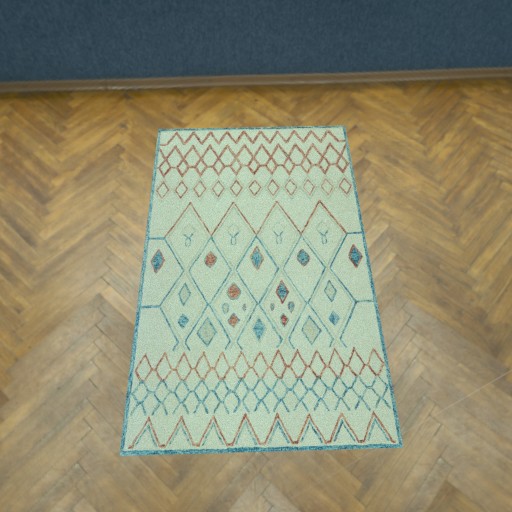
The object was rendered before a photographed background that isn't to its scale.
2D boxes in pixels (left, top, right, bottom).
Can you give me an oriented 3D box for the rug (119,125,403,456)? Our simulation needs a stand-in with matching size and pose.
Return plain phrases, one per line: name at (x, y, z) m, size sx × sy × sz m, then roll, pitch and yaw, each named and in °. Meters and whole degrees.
rug at (0.000, 0.000, 2.995) m, size 1.524 × 0.015 × 2.438 m, roll -1°, pitch 59°, yaw -1°
